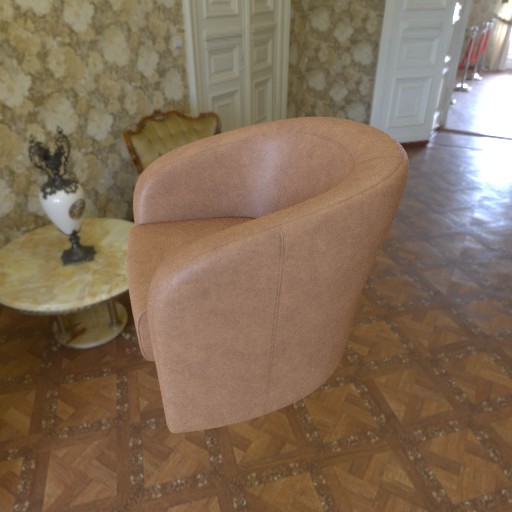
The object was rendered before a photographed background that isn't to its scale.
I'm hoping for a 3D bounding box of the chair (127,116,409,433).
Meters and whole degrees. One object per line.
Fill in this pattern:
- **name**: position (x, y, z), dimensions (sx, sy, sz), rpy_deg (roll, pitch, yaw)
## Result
- **chair**: position (0.000, 0.000, 1.441), dimensions (0.815, 0.771, 0.791), rpy_deg (-8, 31, -14)
